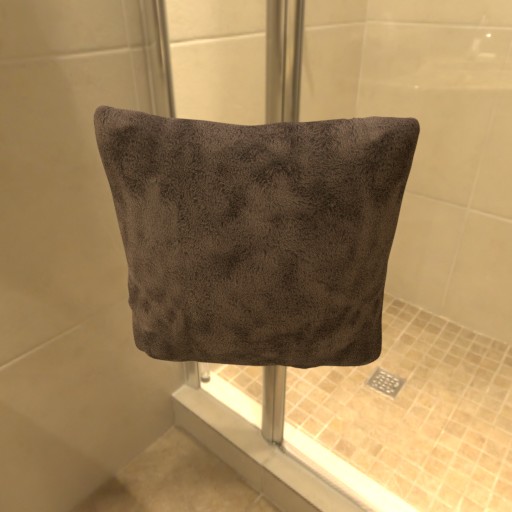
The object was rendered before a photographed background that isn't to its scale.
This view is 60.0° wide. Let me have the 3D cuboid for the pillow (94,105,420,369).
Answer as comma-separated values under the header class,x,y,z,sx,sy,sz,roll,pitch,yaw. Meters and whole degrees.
class,x,y,z,sx,sy,sz,roll,pitch,yaw
pillow,0.000,0.000,0.806,0.522,0.520,0.204,1,31,2
